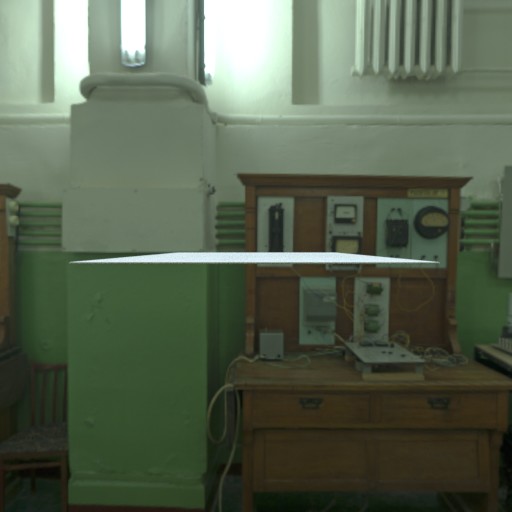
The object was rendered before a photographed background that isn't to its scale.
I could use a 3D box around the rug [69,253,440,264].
[{"bbox_3d":[0.000,0.000,3.031,1.524,0.008,2.440,0,1,0],"label":"rug"}]
